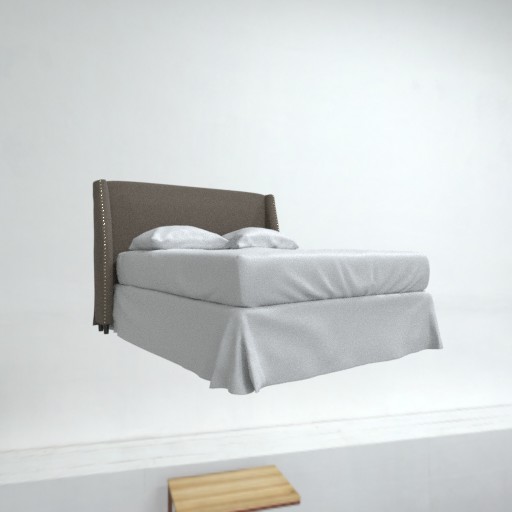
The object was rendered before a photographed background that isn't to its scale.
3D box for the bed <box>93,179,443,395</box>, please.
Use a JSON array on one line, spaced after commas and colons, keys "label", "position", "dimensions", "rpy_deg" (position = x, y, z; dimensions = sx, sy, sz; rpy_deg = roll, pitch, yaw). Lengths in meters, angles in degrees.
[{"label": "bed", "position": [0.000, 0.000, 3.510], "dimensions": [1.925, 1.332, 2.276], "rpy_deg": [-1, 1, -35]}]
